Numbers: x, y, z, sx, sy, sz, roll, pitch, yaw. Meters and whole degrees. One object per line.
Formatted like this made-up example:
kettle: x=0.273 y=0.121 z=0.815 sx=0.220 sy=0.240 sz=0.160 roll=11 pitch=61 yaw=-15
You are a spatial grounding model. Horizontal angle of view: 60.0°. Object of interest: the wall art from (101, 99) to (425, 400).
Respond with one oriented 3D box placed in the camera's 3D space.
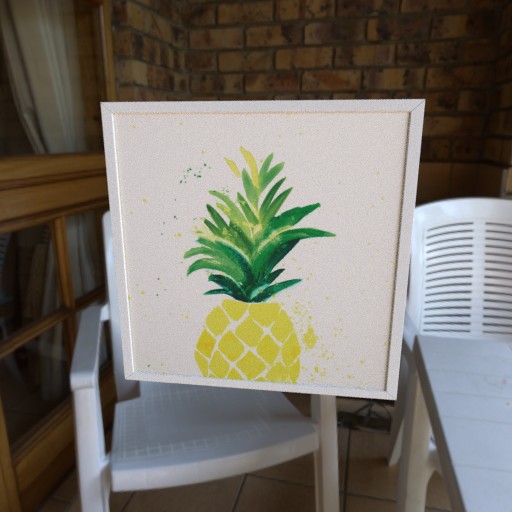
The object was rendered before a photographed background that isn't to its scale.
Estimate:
wall art: x=0.000 y=0.000 z=1.153 sx=0.763 sy=0.761 sz=0.038 roll=2 pitch=16 yaw=8
